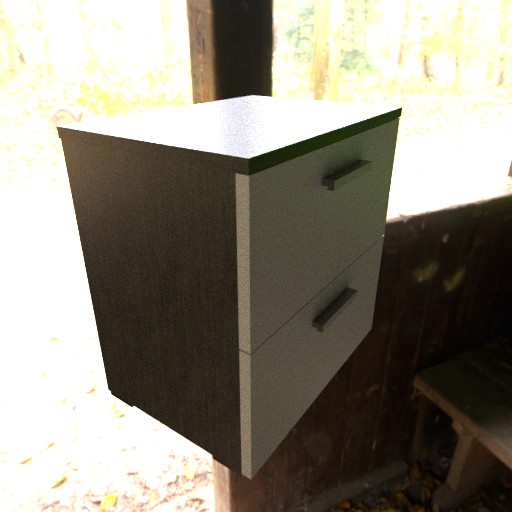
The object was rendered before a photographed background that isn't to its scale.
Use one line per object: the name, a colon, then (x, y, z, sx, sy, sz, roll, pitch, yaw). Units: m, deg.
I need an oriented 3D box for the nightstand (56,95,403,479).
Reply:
nightstand: (0.000, 0.000, 0.755, 0.325, 0.460, 0.441, 17, 31, 31)
